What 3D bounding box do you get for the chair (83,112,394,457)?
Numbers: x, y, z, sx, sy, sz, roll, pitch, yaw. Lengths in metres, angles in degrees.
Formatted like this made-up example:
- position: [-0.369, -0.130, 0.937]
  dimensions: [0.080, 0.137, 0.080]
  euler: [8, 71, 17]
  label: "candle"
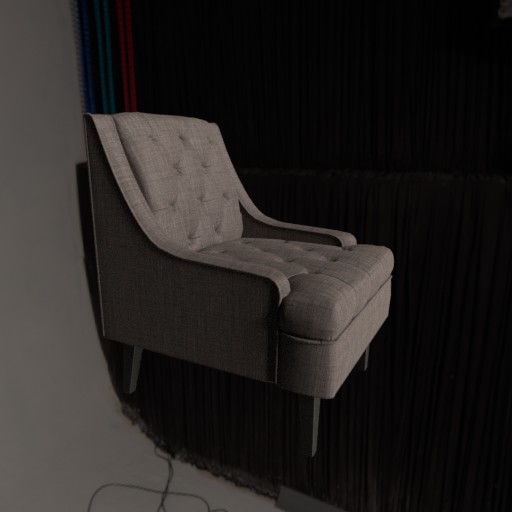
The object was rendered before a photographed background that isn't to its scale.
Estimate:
- position: [0.000, 0.000, 1.433]
  dimensions: [0.771, 0.891, 0.655]
  euler: [7, 16, 27]
  label: "chair"
